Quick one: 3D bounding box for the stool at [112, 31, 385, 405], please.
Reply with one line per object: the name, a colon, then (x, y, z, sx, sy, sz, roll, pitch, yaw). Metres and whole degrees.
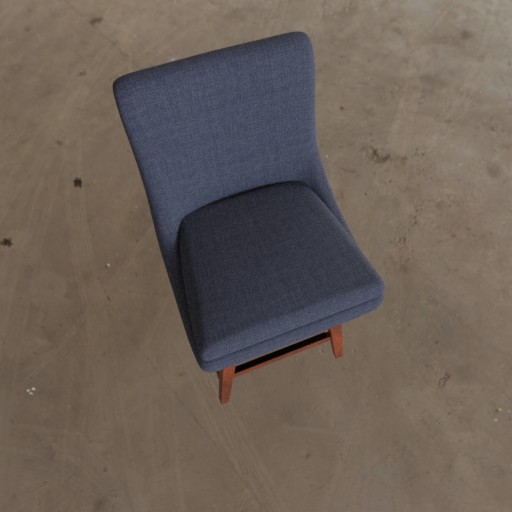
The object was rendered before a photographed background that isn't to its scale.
stool: (0.000, 0.000, 1.174, 0.467, 0.895, 0.524, -19, 63, -10)
